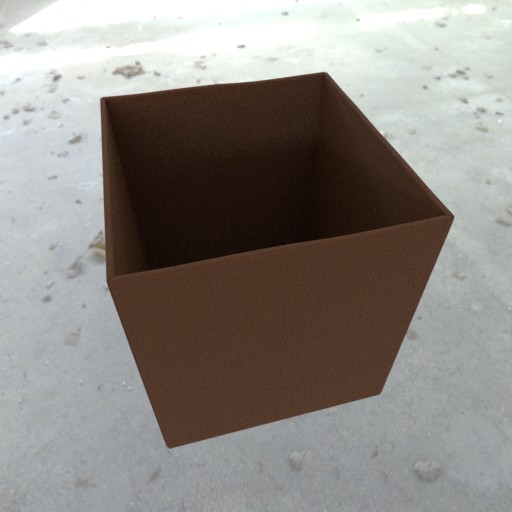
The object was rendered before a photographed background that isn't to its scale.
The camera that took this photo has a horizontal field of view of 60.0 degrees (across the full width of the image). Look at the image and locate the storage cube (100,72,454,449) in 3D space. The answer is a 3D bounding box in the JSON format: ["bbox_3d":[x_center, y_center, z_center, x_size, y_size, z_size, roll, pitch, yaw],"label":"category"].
[{"bbox_3d":[0.000,0.000,0.495,0.270,0.280,0.270,-11,46,-10],"label":"storage cube"}]
